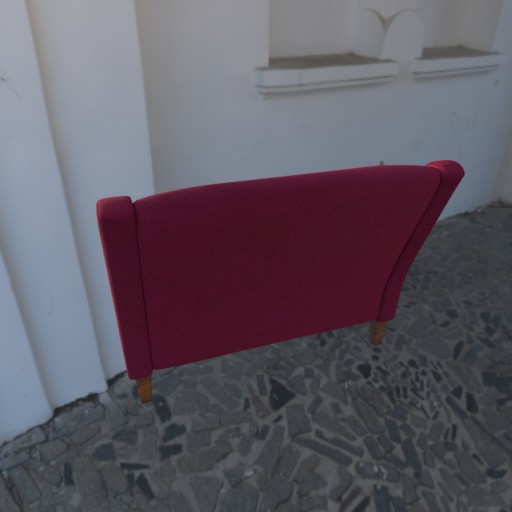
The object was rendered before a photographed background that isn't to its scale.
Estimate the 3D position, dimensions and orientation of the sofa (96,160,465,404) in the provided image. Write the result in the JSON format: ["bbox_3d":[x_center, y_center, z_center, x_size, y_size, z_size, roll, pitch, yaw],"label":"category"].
[{"bbox_3d":[0.000,0.000,1.969,1.242,0.976,0.946,-9,29,-17],"label":"sofa"}]
